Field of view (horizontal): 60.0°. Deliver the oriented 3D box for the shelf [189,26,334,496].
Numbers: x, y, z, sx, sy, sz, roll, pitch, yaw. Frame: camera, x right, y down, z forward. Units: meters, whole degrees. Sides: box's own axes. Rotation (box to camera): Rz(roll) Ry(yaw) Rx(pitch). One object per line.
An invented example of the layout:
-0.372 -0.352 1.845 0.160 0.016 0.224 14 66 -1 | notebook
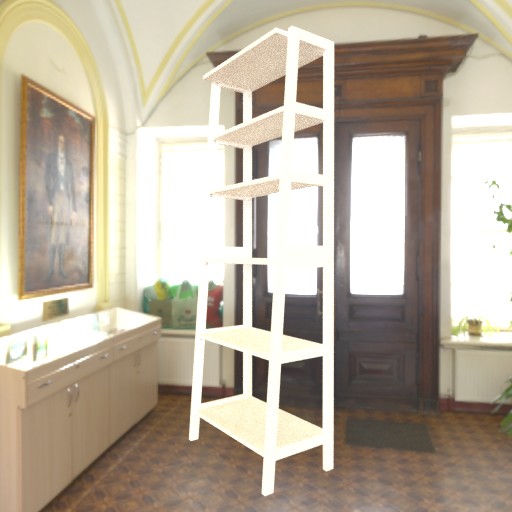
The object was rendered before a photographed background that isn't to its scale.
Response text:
0.000 0.000 2.119 0.381 1.892 0.660 0 1 -36 | shelf
